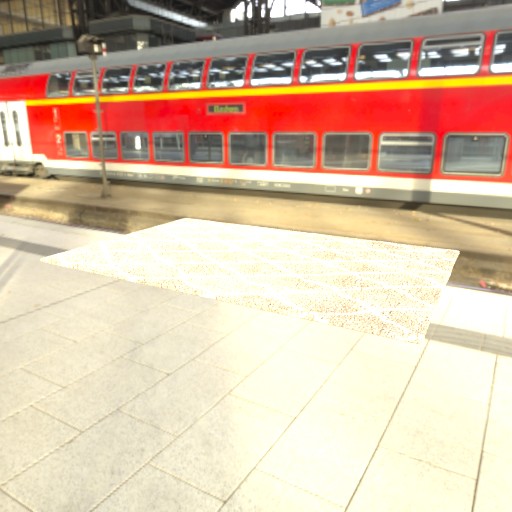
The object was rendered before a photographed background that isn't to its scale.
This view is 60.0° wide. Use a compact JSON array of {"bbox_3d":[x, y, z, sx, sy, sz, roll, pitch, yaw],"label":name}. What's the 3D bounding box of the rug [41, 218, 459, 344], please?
[{"bbox_3d":[0.000,0.000,3.440,2.743,0.030,1.778,9,18,28],"label":"rug"}]
